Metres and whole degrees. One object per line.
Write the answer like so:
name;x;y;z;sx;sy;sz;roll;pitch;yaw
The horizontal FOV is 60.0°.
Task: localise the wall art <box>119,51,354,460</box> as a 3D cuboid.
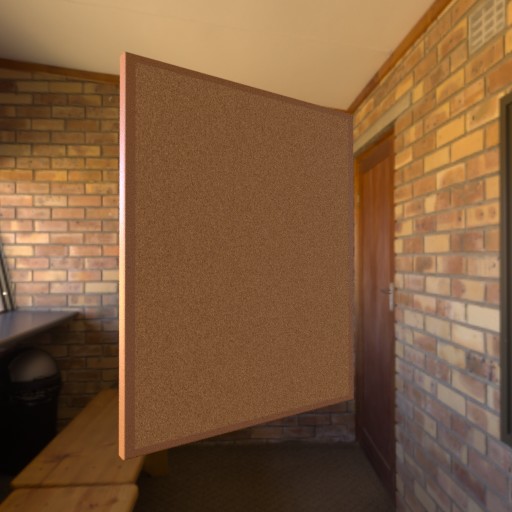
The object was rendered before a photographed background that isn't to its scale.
wall art;0.000;0.000;0.505;0.310;0.379;0.015;0;-1;-36
